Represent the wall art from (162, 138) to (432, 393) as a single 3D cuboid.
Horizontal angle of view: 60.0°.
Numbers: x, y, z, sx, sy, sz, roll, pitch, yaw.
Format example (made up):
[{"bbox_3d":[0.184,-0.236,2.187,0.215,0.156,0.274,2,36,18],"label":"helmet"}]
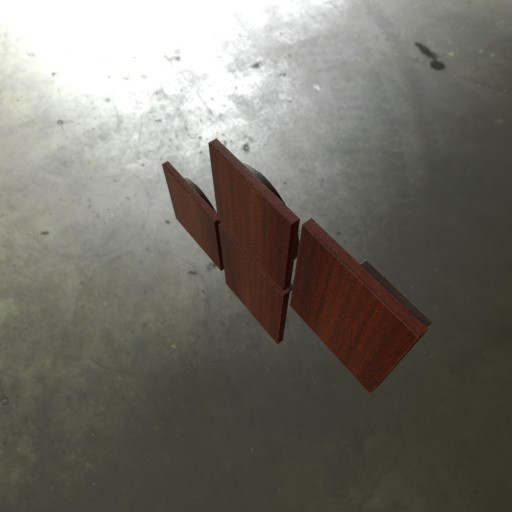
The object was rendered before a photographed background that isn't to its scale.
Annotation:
[{"bbox_3d":[0.000,0.000,0.848,0.030,0.497,0.635,-34,65,-19],"label":"wall art"}]
